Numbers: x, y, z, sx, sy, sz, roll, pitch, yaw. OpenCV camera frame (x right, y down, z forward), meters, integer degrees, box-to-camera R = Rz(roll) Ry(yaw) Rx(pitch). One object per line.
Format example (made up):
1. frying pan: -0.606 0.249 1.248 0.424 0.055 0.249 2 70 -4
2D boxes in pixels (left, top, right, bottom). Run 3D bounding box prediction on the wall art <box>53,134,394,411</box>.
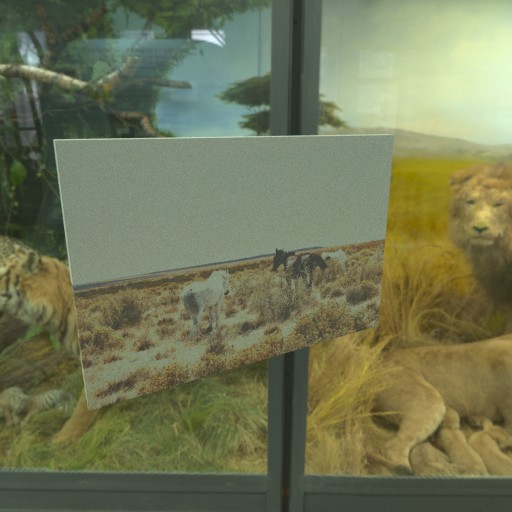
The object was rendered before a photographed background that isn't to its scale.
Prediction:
1. wall art: 0.000 0.000 1.954 1.520 1.016 0.051 -9 19 -28
